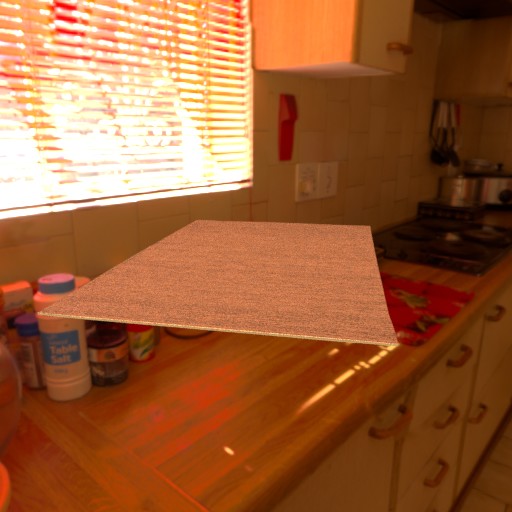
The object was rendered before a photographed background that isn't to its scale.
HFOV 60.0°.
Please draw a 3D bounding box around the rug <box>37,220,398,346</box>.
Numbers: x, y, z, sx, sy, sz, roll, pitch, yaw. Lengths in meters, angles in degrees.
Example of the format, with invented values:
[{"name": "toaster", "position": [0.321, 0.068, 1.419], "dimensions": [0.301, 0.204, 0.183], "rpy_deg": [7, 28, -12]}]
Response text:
[{"name": "rug", "position": [0.000, 0.000, 3.003], "dimensions": [1.616, 0.030, 2.338], "rpy_deg": [3, 16, 11]}]
